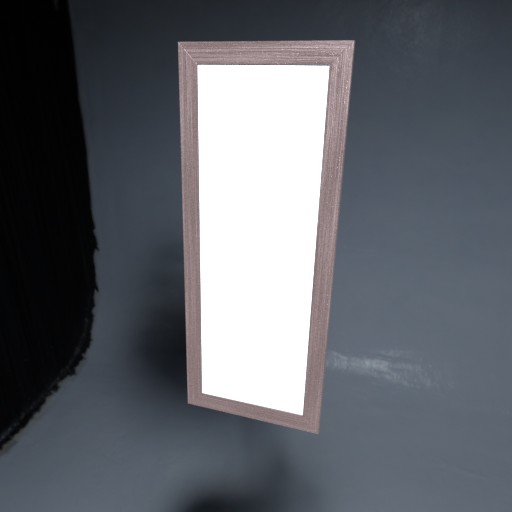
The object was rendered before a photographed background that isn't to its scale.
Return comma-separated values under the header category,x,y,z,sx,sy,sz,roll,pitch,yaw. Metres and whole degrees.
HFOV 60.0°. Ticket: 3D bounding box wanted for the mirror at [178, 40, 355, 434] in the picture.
category,x,y,z,sx,sy,sz,roll,pitch,yaw
mirror,0.000,0.000,2.309,0.812,2.020,0.221,7,25,16
